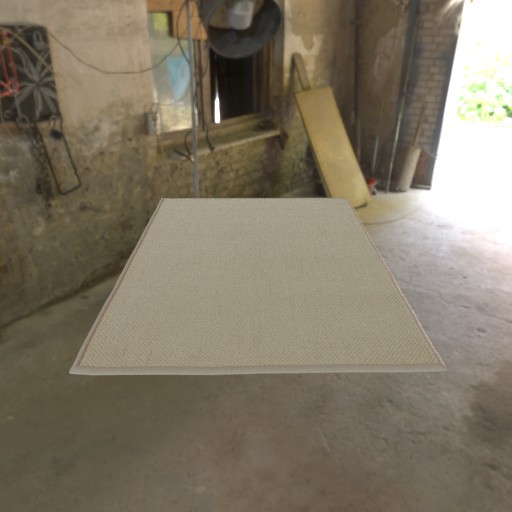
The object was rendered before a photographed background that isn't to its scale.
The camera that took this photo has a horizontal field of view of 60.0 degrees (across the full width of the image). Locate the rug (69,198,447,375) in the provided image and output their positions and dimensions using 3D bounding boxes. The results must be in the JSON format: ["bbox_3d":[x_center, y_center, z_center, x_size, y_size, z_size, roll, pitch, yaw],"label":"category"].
[{"bbox_3d":[0.000,0.000,2.691,1.525,0.020,2.081,0,27,-1],"label":"rug"}]
